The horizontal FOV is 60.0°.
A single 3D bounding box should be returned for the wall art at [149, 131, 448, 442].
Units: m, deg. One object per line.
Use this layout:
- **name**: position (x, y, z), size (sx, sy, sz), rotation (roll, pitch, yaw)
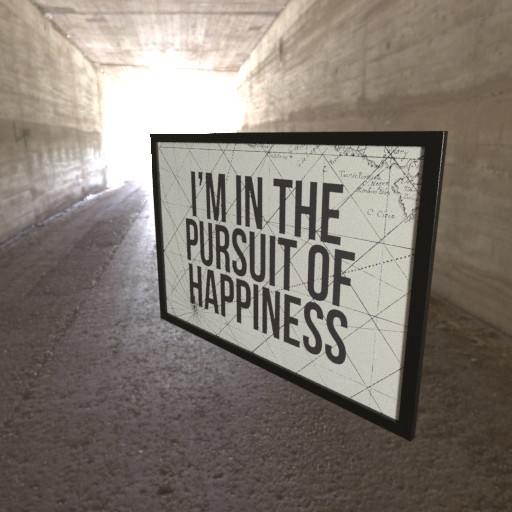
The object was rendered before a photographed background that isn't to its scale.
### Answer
- **wall art**: position (0.000, 0.000, 1.027), size (0.819, 0.552, 0.015), rotation (15, 21, 43)
